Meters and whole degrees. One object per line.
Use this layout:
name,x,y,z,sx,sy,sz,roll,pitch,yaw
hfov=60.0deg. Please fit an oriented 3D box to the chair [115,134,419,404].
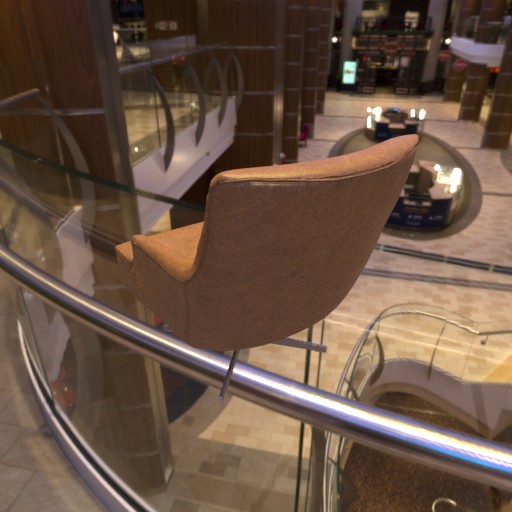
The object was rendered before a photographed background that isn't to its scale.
chair,0.000,0.000,1.500,0.729,0.869,0.874,-18,33,-29
